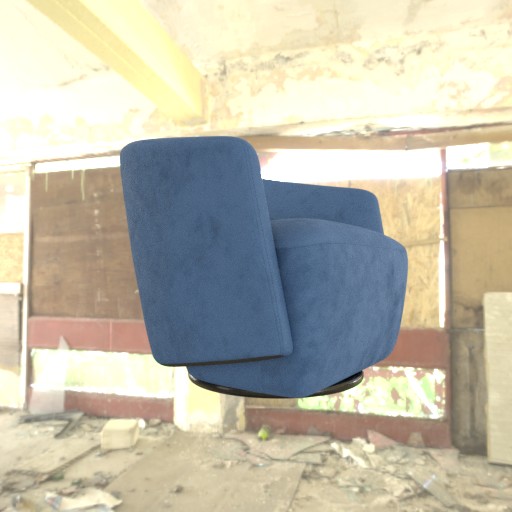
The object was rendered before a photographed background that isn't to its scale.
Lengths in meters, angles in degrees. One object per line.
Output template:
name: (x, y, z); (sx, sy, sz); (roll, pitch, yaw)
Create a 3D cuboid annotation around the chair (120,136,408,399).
chair: (0.000, 0.000, 1.345); (0.767, 0.698, 0.773); (-1, -3, 35)
